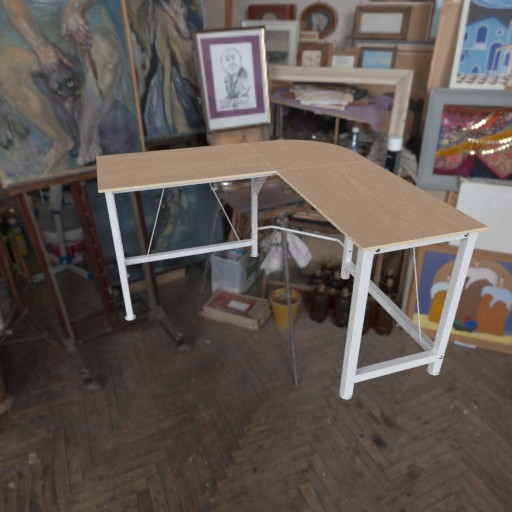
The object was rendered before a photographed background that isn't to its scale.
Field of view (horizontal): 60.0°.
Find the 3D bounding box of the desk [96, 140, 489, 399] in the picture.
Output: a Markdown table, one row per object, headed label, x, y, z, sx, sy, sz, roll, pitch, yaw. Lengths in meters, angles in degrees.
| label | x | y | z | sx | sy | sz | roll | pitch | yaw |
| --- | --- | --- | --- | --- | --- | --- | --- | --- | --- |
| desk | 0.000 | 0.000 | 2.256 | 1.400 | 0.762 | 1.400 | -9 | 31 | -16 |
